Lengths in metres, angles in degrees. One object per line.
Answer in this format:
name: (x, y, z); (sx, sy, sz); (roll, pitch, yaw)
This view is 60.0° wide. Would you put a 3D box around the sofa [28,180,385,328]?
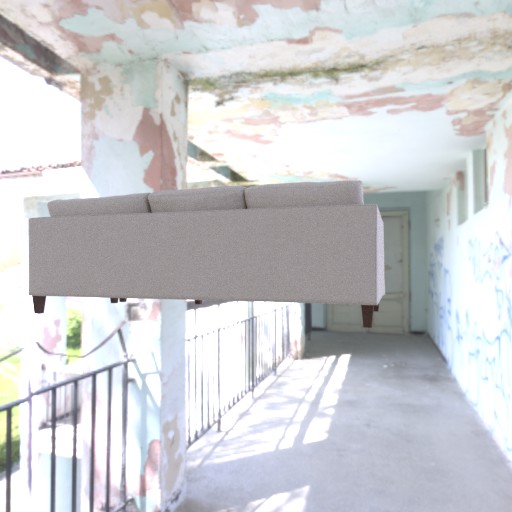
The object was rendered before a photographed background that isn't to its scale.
sofa: (0.000, 0.000, 4.293); (2.432, 0.863, 3.182); (0, -1, 18)
